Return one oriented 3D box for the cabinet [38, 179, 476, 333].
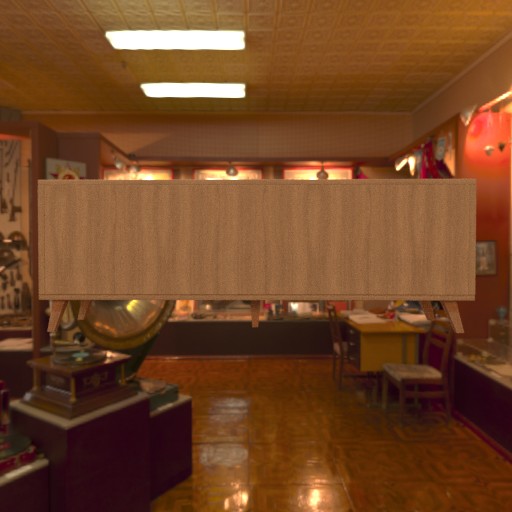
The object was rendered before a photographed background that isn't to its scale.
[{"bbox_3d":[0.000,0.000,2.474,2.198,0.779,0.499,0,1,1],"label":"cabinet"}]
